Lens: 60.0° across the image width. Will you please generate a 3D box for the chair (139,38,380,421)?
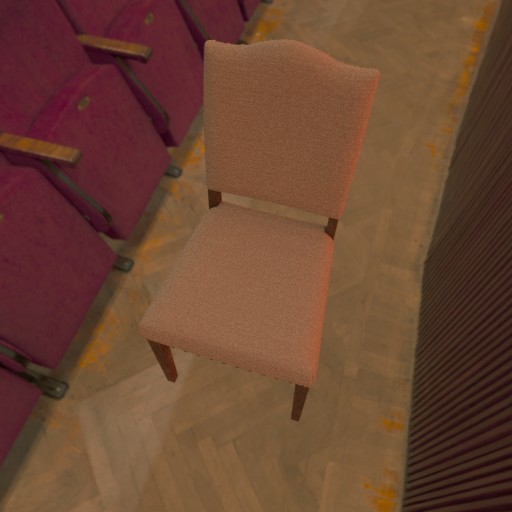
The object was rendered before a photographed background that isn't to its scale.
[{"bbox_3d":[0.000,0.000,1.319,0.508,1.020,0.620,14,58,9],"label":"chair"}]
